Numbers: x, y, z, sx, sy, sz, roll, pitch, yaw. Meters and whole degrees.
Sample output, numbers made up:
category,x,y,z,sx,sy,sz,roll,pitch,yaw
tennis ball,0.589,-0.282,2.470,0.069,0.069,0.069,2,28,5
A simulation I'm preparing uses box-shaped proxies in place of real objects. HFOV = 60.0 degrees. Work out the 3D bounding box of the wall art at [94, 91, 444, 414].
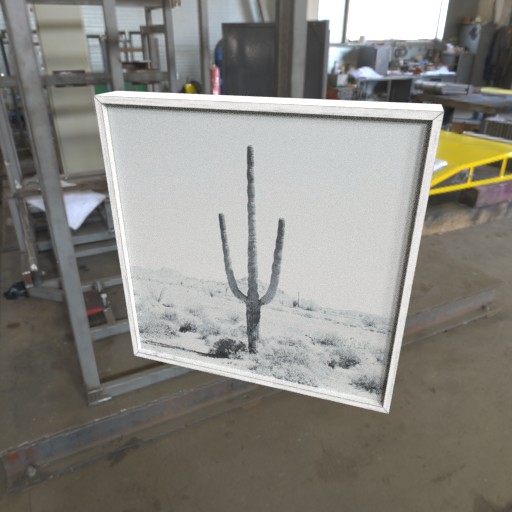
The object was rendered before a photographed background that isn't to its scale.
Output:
category,x,y,z,sx,sy,sz,roll,pitch,yaw
wall art,0.000,0.000,0.454,0.305,0.305,0.038,8,28,16
